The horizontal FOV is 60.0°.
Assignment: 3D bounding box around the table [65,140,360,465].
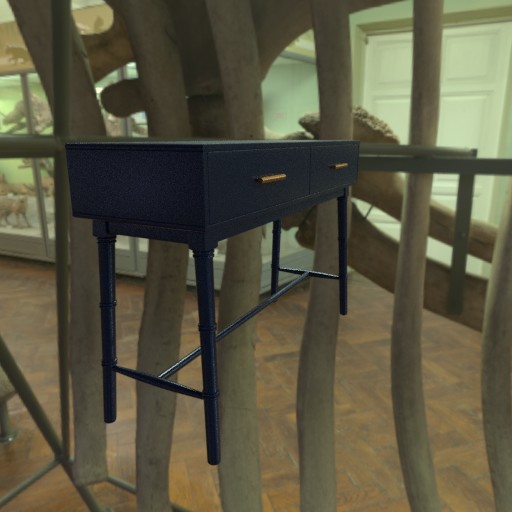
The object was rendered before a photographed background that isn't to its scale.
[{"bbox_3d":[0.000,0.000,1.494,0.399,0.749,1.118,8,17,27],"label":"table"}]
